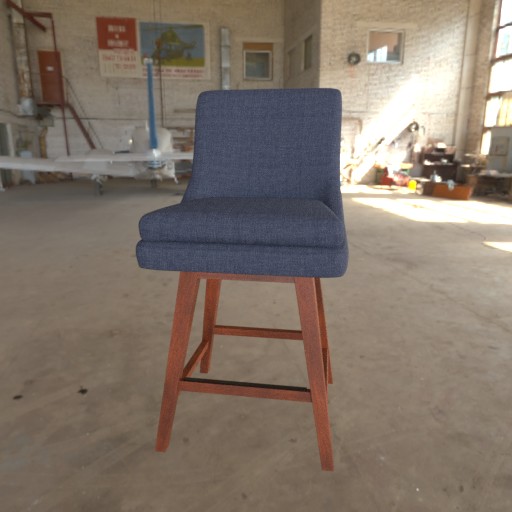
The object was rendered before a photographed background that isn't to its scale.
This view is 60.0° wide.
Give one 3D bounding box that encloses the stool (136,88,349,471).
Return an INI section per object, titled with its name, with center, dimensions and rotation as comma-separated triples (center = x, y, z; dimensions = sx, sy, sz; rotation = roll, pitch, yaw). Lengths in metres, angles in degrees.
[stool]
center = 0.000, 0.000, 1.186
dimensions = 0.467, 0.895, 0.524
rotation = 2, 14, 9
